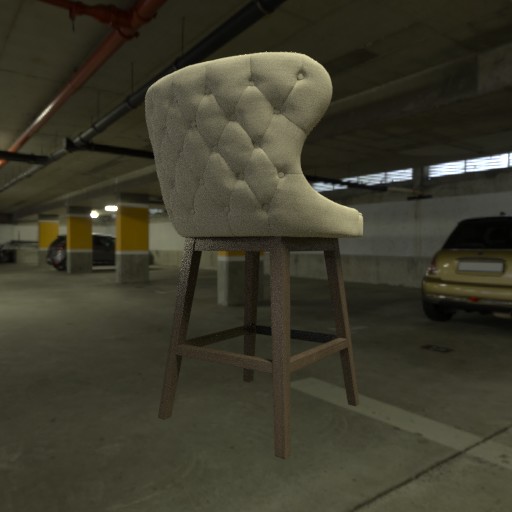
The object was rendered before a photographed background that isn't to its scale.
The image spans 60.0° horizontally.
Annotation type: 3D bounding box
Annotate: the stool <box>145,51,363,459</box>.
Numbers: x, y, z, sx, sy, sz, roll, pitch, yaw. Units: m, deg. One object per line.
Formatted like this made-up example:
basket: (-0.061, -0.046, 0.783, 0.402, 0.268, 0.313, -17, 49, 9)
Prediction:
stool: (0.000, 0.000, 1.349, 0.615, 0.972, 0.597, 1, 2, 35)
